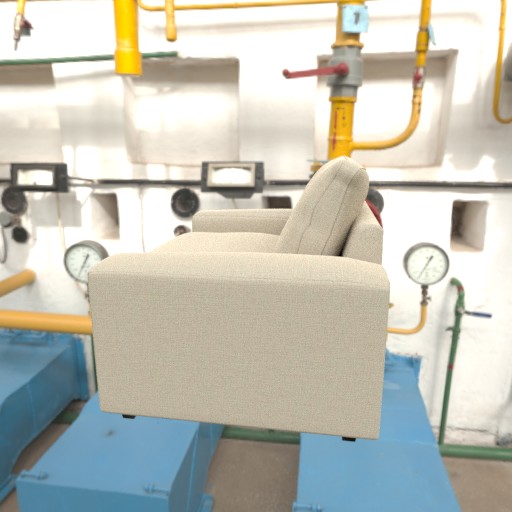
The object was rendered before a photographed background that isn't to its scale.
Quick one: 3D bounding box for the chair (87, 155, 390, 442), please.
[{"bbox_3d":[0.000,0.000,2.079,1.039,0.915,1.398,2,14,9],"label":"chair"}]
